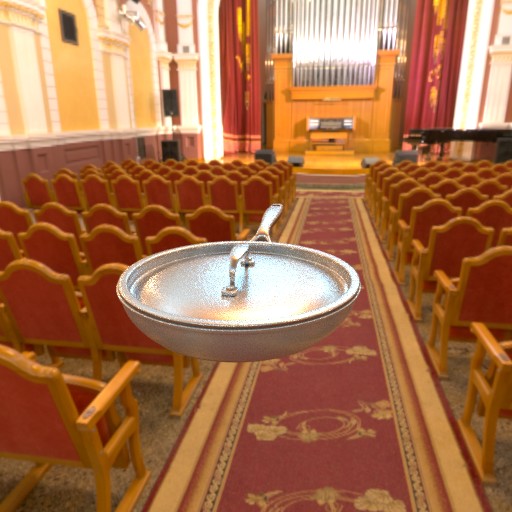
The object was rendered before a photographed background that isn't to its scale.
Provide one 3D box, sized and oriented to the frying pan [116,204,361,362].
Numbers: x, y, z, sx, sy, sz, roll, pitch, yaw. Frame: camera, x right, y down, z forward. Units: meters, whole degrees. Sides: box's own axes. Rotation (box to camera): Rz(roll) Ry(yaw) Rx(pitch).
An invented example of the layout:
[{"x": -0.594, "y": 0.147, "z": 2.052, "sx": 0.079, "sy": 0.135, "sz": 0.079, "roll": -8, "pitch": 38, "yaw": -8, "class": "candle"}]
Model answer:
[{"x": 0.000, "y": 0.000, "z": 0.616, "sx": 0.272, "sy": 0.086, "sz": 0.490, "roll": 3, "pitch": 18, "yaw": 9, "class": "frying pan"}]
